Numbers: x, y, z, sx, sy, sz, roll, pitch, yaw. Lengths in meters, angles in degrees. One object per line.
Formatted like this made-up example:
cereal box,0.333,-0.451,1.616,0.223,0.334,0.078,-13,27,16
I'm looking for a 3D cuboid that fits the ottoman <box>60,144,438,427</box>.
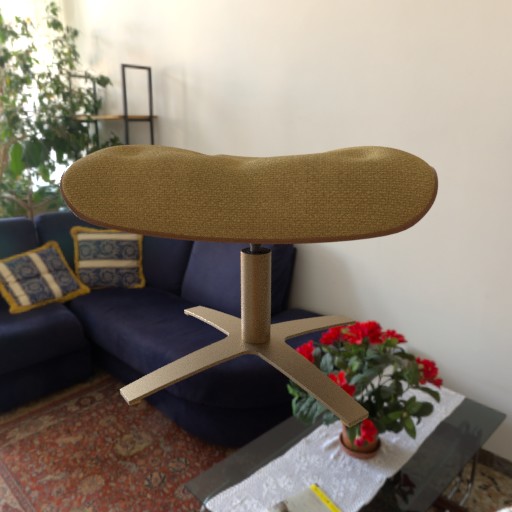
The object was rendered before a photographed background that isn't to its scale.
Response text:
ottoman,0.000,0.000,0.799,0.520,0.391,0.394,2,16,9
